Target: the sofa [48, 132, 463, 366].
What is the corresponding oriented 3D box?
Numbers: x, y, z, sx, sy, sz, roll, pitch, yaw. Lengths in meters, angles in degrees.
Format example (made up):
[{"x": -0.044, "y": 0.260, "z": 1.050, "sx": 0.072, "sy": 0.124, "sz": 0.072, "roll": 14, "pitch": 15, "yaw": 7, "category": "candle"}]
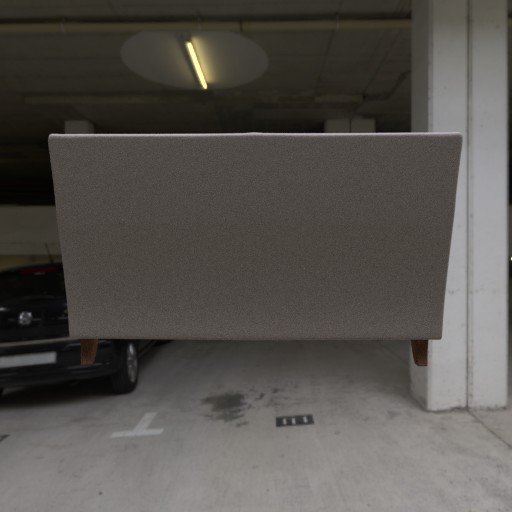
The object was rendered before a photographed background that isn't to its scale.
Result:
[{"x": 0.000, "y": 0.000, "z": 2.015, "sx": 1.482, "sy": 0.890, "sz": 0.888, "roll": 0, "pitch": 0, "yaw": 1, "category": "sofa"}]
